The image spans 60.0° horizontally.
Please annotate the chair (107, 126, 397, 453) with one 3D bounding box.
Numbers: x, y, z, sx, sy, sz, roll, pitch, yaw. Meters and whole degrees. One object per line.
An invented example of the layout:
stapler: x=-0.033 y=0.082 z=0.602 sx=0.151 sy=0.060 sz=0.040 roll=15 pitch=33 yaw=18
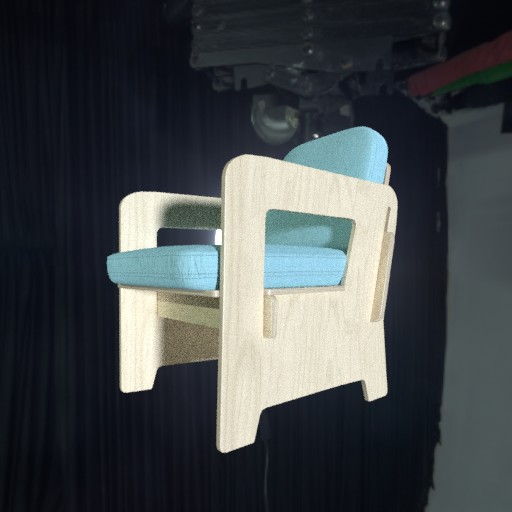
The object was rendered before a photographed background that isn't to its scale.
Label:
chair: x=0.000 y=0.000 z=1.270 sx=0.710 sy=0.800 sz=0.590 roll=1 pitch=-2 yaw=-37
